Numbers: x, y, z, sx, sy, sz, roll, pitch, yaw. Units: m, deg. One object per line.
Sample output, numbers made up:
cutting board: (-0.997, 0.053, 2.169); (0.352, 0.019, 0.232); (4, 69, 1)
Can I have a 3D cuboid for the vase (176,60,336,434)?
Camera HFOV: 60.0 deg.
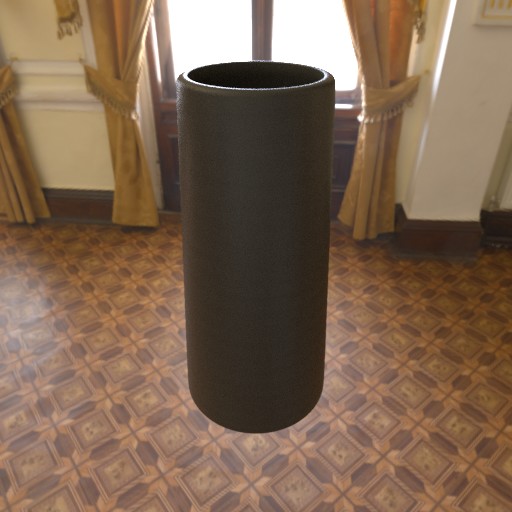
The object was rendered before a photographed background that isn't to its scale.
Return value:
vase: (0.000, 0.000, 0.373); (0.136, 0.289, 0.136); (10, 34, 15)
